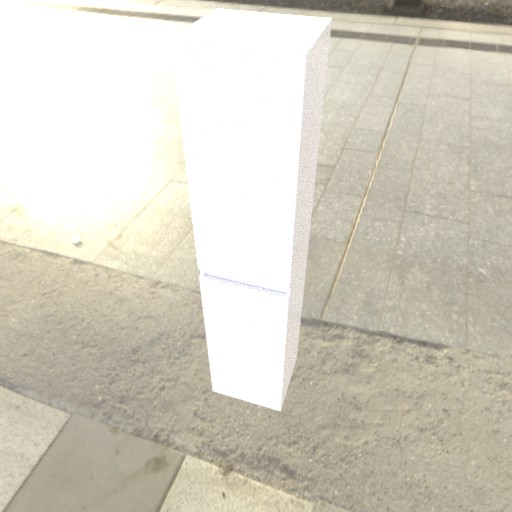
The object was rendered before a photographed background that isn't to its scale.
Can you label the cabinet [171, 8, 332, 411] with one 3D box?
[{"bbox_3d":[0.000,0.000,1.480,0.300,1.400,0.269,12,43,13],"label":"cabinet"}]
